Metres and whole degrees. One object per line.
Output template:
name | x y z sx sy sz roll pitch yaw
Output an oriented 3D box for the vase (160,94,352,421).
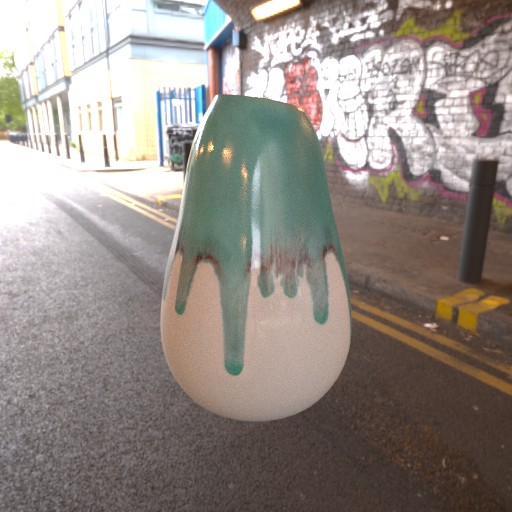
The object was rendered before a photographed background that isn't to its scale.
vase | 0.000 0.000 0.263 0.116 0.179 0.116 0 16 0
